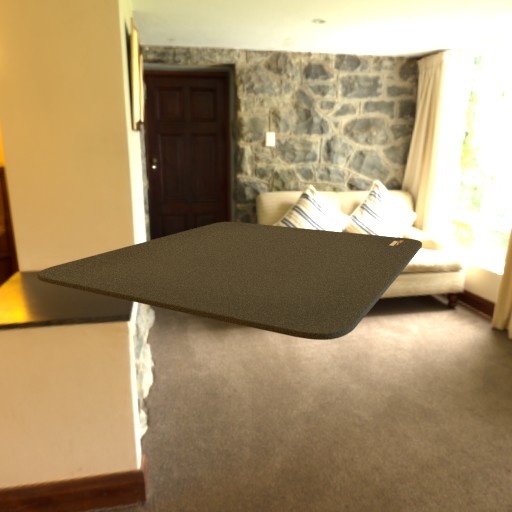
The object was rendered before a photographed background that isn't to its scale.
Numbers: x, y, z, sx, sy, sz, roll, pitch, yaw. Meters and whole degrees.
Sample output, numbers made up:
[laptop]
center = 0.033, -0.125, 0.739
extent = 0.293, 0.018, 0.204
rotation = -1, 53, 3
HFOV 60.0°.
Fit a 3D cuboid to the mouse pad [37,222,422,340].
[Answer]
[mouse pad]
center = 0.000, 0.000, 0.326
extent = 0.203, 0.003, 0.229
rotation = 8, 16, 28
